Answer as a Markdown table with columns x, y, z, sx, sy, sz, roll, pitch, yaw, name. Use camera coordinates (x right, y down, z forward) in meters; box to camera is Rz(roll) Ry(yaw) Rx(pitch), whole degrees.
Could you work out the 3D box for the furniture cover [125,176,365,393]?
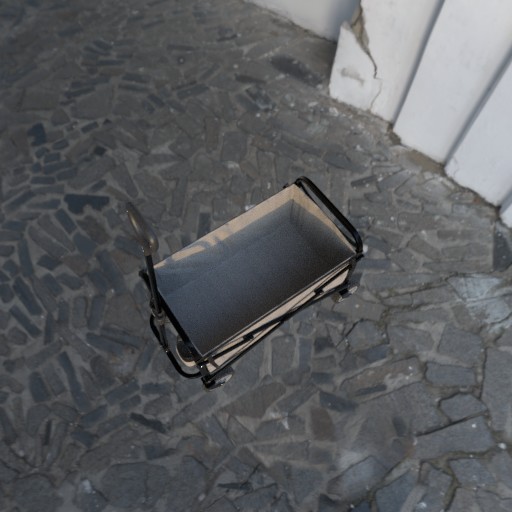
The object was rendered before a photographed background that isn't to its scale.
| x | y | z | sx | sy | sz | roll | pitch | yaw | name |
| --- | --- | --- | --- | --- | --- | --- | --- | --- | --- |
| 0.000 | 0.000 | 1.834 | 1.038 | 1.295 | 0.532 | -32 | 67 | -15 | furniture cover |
